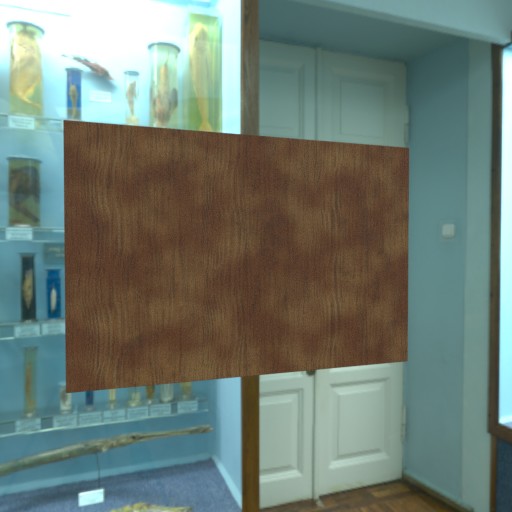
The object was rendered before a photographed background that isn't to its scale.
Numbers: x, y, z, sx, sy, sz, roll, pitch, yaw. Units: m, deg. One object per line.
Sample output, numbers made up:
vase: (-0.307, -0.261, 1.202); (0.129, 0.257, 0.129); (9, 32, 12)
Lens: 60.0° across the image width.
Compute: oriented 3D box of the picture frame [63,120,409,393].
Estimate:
picture frame: (0.000, 0.000, 1.197); (0.950, 0.640, 0.029); (0, 1, -18)
